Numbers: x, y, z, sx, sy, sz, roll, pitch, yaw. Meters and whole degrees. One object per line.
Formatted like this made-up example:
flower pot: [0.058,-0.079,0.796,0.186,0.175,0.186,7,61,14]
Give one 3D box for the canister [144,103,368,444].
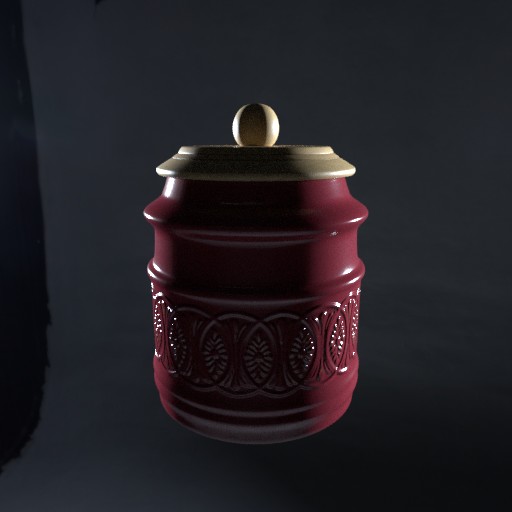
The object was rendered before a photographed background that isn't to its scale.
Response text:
canister: [0.000,0.000,0.271,0.130,0.176,0.130,0,15,0]
